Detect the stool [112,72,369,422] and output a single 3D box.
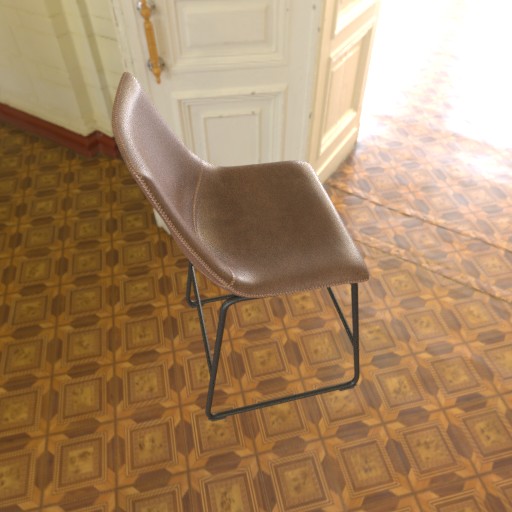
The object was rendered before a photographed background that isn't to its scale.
[{"bbox_3d":[0.000,0.000,1.183,0.550,0.890,0.460,-10,48,-9],"label":"stool"}]
